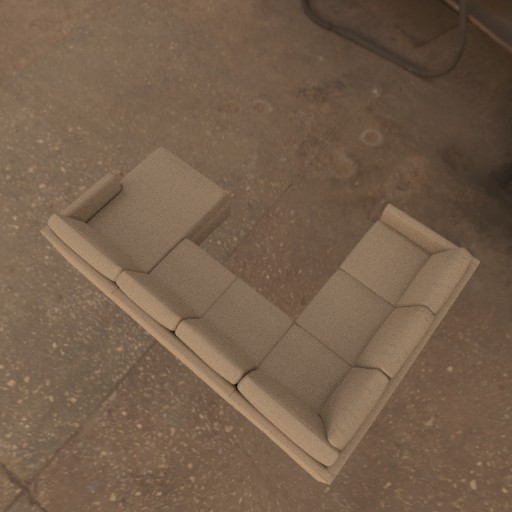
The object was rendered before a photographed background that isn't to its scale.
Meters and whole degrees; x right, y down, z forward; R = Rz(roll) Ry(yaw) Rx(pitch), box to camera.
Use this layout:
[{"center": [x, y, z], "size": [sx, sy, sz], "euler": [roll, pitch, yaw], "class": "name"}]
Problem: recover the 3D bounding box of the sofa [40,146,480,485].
[{"center": [0.000, 0.000, 4.424], "size": [3.460, 0.882, 2.427], "euler": [37, 70, 16], "class": "sofa"}]
